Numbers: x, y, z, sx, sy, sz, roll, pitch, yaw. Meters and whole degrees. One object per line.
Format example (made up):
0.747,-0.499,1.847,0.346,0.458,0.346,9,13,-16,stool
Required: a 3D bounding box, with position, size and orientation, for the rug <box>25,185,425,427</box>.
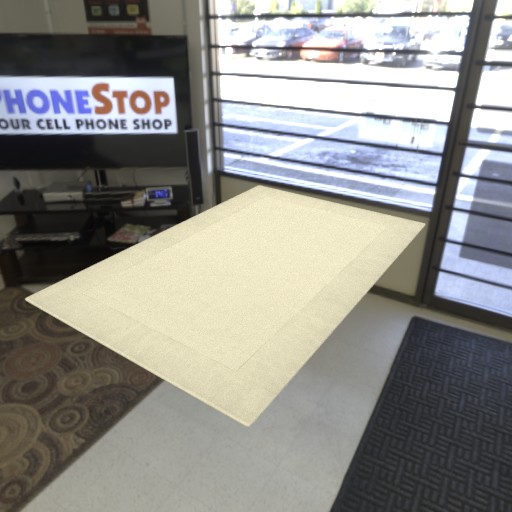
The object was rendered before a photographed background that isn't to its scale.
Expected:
0.000,0.000,2.310,1.219,0.013,1.829,18,33,30,rug
